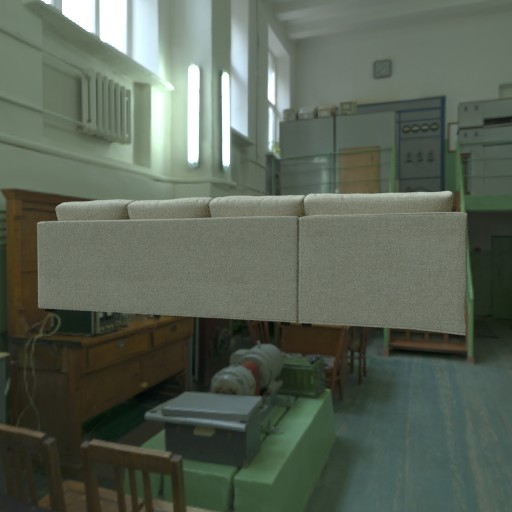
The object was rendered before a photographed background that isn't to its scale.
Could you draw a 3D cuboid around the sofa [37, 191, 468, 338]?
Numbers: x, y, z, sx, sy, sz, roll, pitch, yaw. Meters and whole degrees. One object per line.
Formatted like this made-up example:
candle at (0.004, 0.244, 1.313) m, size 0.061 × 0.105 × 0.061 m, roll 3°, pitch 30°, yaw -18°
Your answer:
sofa at (0.000, 0.000, 3.855) m, size 3.205 × 0.922 × 1.650 m, roll 0°, pitch 2°, yaw 18°
